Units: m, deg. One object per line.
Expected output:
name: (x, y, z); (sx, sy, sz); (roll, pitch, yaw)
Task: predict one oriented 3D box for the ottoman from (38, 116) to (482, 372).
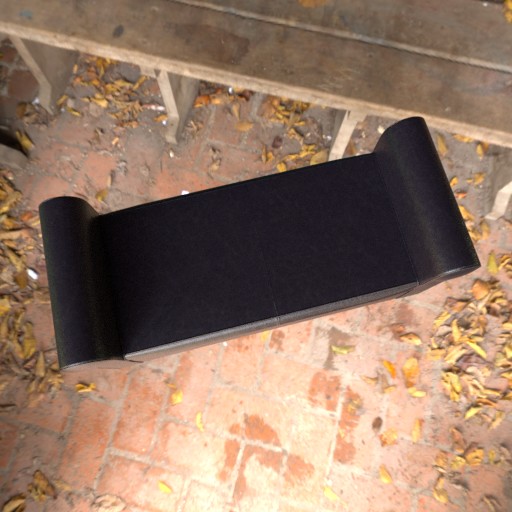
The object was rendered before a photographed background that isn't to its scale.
ottoman: (0.000, 0.000, 1.550); (1.256, 0.547, 0.521); (-14, 76, -4)
